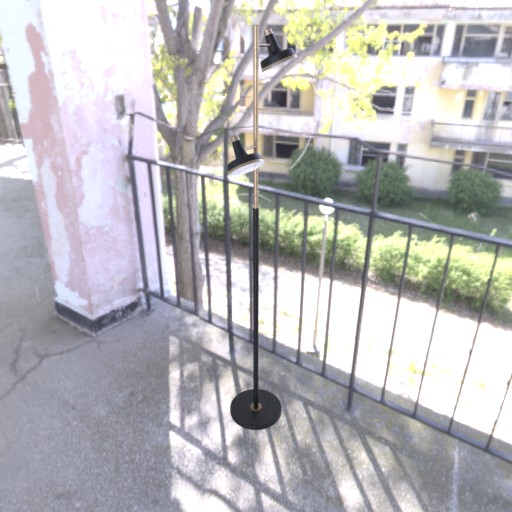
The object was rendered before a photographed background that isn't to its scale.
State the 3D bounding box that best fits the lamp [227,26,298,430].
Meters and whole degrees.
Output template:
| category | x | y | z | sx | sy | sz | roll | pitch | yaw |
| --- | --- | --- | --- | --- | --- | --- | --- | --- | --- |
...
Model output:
| category | x | y | z | sx | sy | sz | roll | pitch | yaw |
| --- | --- | --- | --- | --- | --- | --- | --- | --- | --- |
| lamp | 0.000 | 0.000 | 1.815 | 0.253 | 1.674 | 0.351 | 17 | 30 | 32 |
